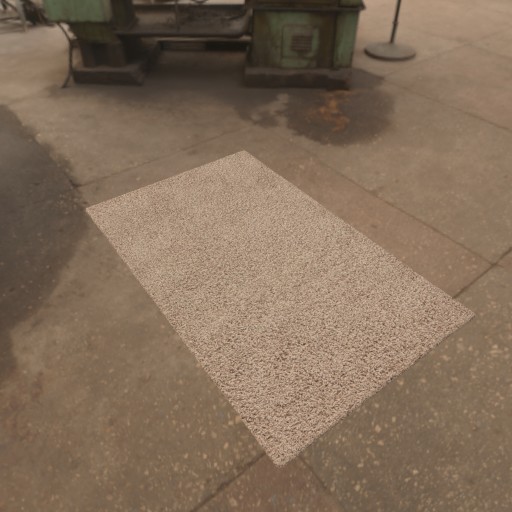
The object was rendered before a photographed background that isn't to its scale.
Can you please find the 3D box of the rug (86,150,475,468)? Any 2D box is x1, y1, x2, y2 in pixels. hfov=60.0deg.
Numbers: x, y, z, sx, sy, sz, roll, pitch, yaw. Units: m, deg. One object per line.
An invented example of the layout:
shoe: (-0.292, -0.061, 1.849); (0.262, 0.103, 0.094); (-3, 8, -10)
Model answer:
rug: (0.000, 0.000, 3.072); (1.524, 0.030, 2.438); (-27, 49, -26)
